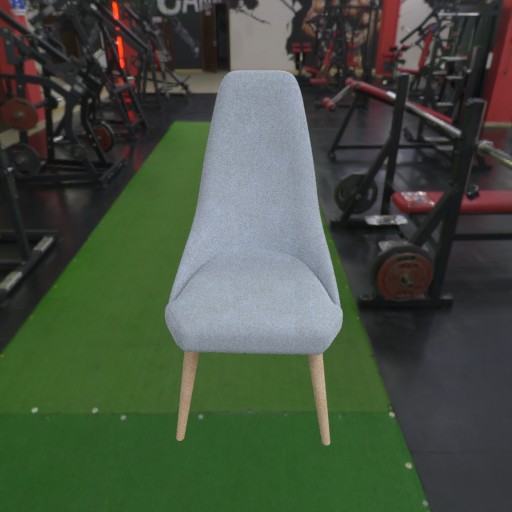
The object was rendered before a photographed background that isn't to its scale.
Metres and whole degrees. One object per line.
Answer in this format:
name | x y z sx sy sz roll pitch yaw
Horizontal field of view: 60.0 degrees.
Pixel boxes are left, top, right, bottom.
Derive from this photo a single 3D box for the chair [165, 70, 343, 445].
chair | 0.000 0.000 1.420 0.510 1.040 0.660 1 29 2
